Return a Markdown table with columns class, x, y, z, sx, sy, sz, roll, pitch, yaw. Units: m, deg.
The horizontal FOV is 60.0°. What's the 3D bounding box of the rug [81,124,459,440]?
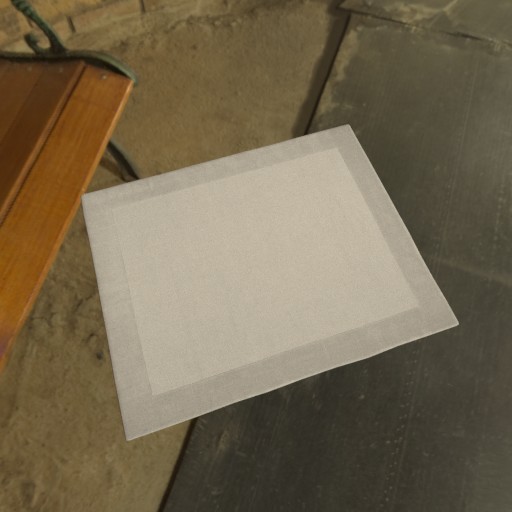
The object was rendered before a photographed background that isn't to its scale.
| class | x | y | z | sx | sy | sz | roll | pitch | yaw |
| --- | --- | --- | --- | --- | --- | --- | --- | --- | --- |
| rug | 0.000 | 0.000 | 4.196 | 2.976 | 0.018 | 2.430 | -17 | 65 | -8 |
